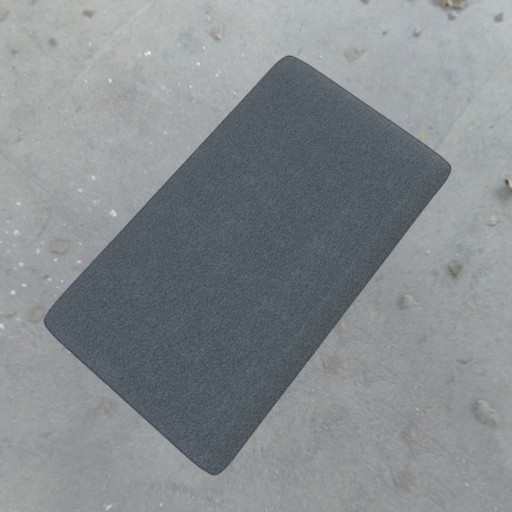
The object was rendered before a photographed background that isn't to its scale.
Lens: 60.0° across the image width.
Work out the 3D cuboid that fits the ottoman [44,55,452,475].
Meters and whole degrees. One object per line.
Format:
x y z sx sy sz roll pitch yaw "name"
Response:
0.000 0.000 1.516 0.681 0.494 1.173 38 79 9 "ottoman"
